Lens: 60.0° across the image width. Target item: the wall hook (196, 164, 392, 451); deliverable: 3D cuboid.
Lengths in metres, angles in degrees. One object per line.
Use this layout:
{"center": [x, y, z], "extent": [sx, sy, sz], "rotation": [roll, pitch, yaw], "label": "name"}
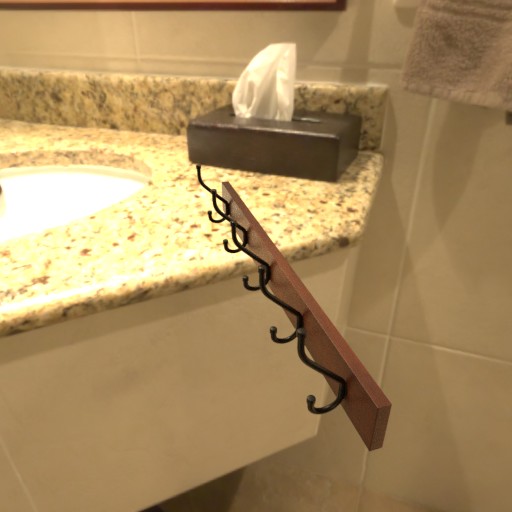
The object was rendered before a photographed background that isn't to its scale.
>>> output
{"center": [0.000, 0.000, 0.618], "extent": [0.071, 0.117, 0.571], "rotation": [-9, 32, -15], "label": "wall hook"}
